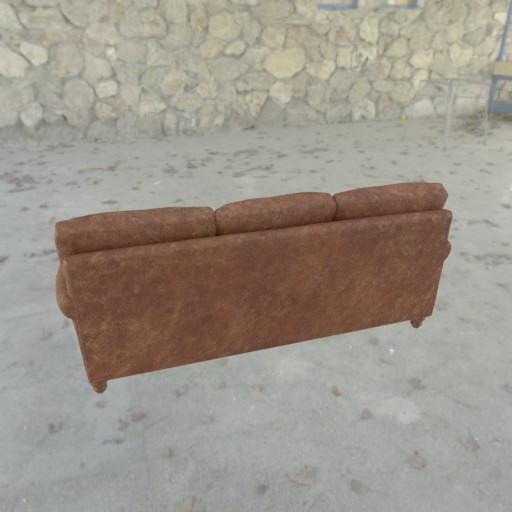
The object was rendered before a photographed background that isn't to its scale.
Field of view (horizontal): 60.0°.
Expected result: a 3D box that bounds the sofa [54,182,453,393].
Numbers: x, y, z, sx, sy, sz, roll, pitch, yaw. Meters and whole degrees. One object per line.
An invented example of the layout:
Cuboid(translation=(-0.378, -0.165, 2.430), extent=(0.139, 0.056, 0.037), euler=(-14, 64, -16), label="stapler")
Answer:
Cuboid(translation=(0.000, 0.000, 2.868), extent=(2.351, 0.977, 0.973), euler=(-8, 26, -16), label="sofa")
